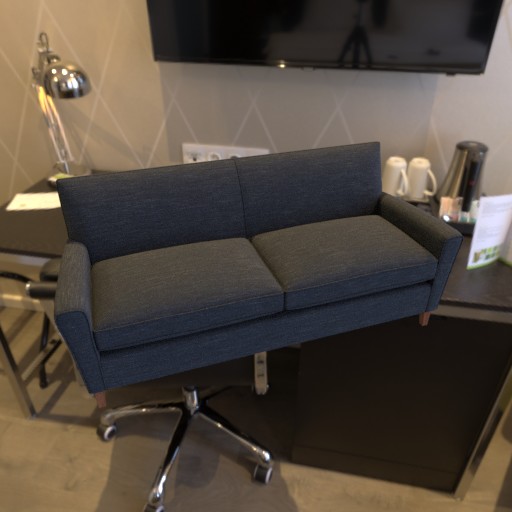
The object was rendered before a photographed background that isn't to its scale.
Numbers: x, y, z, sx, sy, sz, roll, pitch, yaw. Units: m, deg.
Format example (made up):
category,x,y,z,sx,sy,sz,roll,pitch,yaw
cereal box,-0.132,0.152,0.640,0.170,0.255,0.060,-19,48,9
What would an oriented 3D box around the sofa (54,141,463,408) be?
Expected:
category,x,y,z,sx,sy,sz,roll,pitch,yaw
sofa,0.000,0.000,2.438,1.976,0.846,0.875,-10,34,-16
